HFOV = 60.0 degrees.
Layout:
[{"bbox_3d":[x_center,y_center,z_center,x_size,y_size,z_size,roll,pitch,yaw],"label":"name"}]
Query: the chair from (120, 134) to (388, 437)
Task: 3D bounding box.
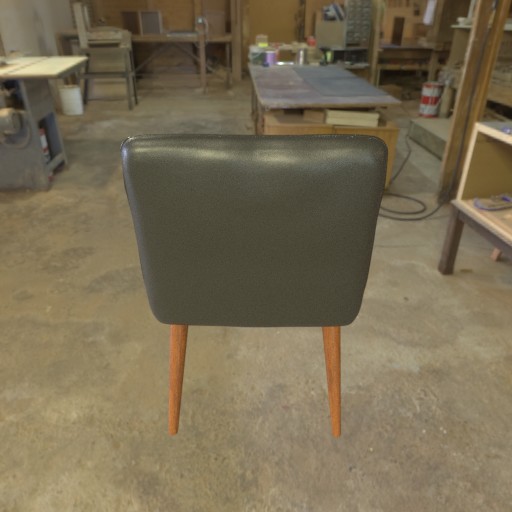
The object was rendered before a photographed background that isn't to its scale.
[{"bbox_3d":[0.000,0.000,1.222,0.543,0.801,0.645,-2,29,-3],"label":"chair"}]
